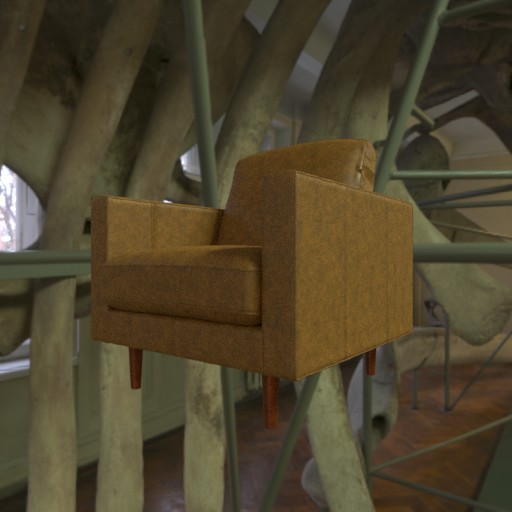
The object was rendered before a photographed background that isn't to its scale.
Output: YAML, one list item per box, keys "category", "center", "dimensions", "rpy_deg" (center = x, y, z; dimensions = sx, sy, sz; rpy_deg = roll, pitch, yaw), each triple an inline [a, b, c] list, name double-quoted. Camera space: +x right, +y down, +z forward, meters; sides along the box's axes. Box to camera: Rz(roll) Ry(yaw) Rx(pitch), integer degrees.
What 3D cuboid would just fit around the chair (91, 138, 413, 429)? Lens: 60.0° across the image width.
- category: "chair"
  center: [0.000, 0.000, 1.676]
  dimensions: [0.890, 0.956, 0.909]
  rpy_deg: [0, 0, 37]
